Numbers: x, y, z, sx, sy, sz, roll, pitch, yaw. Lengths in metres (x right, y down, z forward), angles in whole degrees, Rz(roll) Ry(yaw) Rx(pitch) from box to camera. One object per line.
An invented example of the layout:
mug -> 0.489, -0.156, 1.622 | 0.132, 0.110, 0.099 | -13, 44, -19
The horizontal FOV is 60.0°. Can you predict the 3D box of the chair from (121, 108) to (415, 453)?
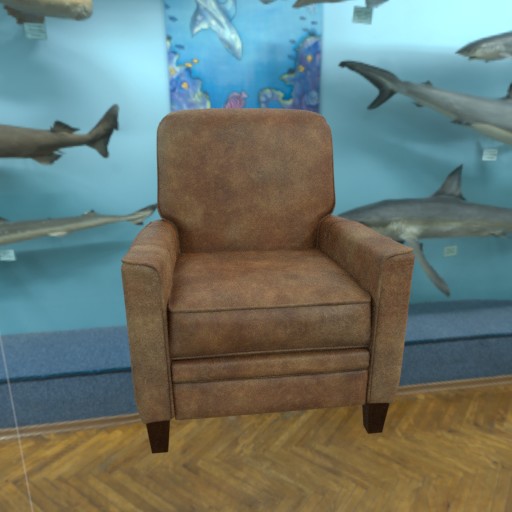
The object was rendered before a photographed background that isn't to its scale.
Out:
chair -> 0.000, 0.000, 1.621 | 0.843, 1.043, 0.836 | -2, 17, -7
